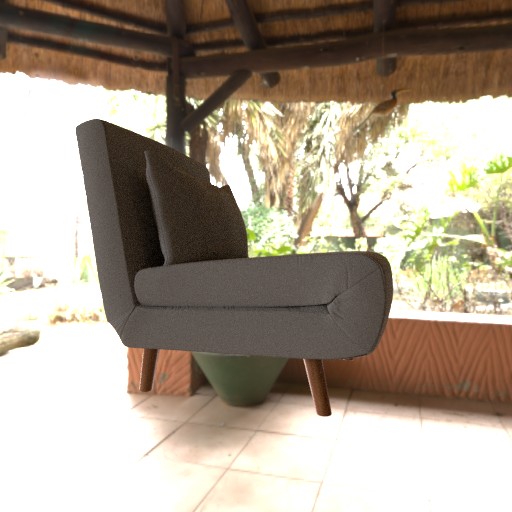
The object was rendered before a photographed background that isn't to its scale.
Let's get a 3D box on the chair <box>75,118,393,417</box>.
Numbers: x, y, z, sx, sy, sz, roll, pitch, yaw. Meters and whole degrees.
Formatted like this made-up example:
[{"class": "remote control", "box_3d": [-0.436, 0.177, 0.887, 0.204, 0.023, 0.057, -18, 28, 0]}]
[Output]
[{"class": "chair", "box_3d": [0.000, 0.000, 1.523, 0.902, 0.808, 0.770, 0, 0, 17]}]
